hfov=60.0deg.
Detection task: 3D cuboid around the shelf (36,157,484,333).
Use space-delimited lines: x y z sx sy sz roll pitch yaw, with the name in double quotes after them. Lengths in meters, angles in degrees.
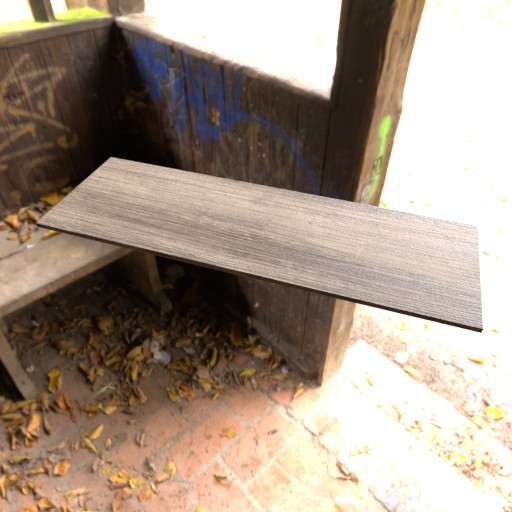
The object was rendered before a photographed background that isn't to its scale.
0.000 0.000 0.684 0.610 0.125 0.200 13 44 14 "shelf"
